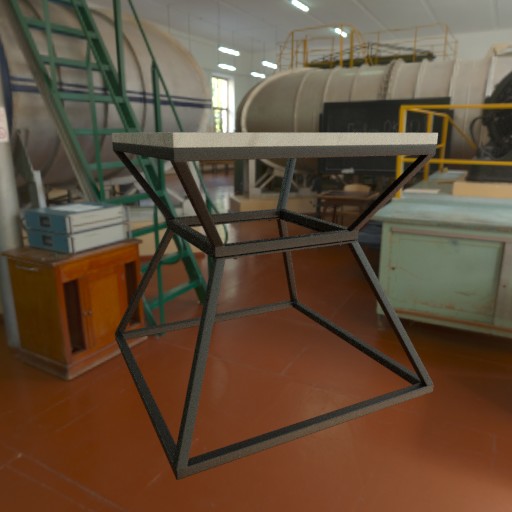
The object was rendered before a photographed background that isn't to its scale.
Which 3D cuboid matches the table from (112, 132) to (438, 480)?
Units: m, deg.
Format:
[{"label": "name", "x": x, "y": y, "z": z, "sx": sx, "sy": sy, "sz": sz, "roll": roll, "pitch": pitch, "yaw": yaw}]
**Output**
[{"label": "table", "x": 0.000, "y": 0.000, "z": 0.805, "sx": 0.455, "sy": 0.431, "sz": 0.455, "roll": -8, "pitch": 17, "yaw": -26}]
